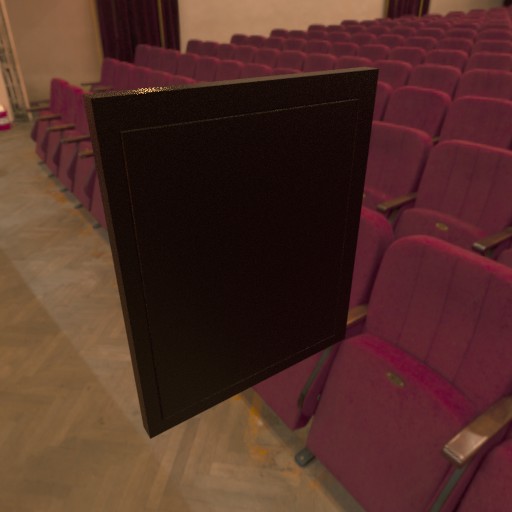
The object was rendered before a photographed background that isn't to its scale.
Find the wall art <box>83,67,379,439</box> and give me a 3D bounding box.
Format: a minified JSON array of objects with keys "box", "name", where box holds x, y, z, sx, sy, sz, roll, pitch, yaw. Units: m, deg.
[{"box":[0.000,0.000,0.747,0.461,0.558,0.031,-19,34,-30],"name":"wall art"}]
